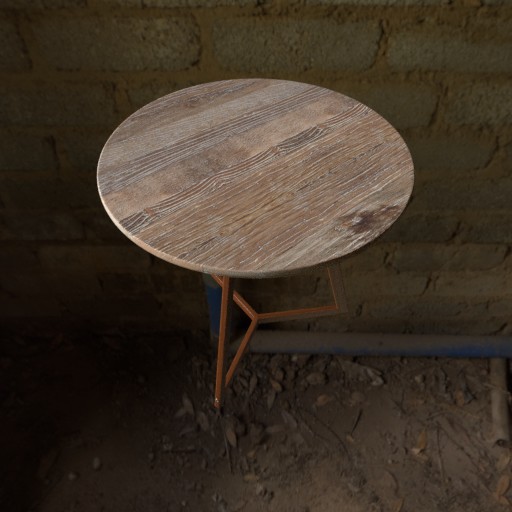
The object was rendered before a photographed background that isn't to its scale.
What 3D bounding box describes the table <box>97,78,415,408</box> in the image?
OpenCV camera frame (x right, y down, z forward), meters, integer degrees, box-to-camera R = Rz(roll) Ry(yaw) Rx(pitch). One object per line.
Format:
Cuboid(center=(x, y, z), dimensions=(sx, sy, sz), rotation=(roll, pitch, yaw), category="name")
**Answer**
Cuboid(center=(0.000, 0.000, 0.900), dimensions=(0.500, 0.500, 0.500), rotation=(0, 48, 0), category="table")
